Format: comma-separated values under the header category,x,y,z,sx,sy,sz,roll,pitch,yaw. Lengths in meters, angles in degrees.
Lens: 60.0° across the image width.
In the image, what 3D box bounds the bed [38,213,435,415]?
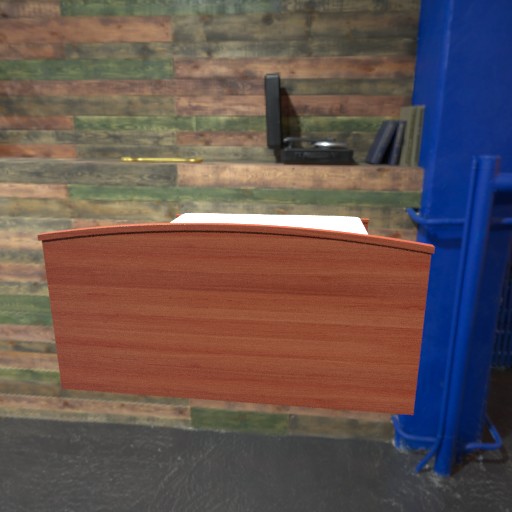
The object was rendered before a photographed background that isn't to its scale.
category,x,y,z,sx,sy,sz,roll,pitch,yaw
bed,0.000,0.000,2.929,1.683,0.848,2.053,2,16,7
